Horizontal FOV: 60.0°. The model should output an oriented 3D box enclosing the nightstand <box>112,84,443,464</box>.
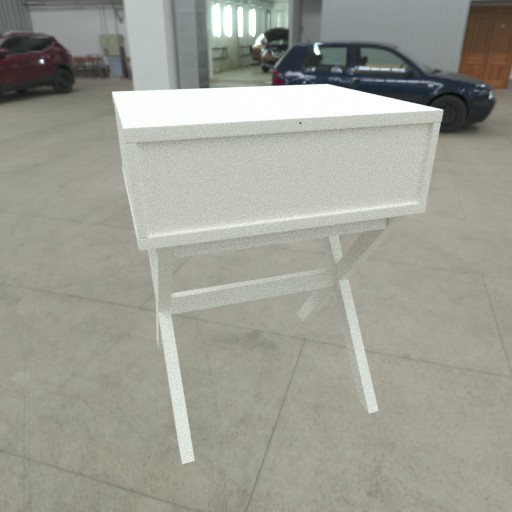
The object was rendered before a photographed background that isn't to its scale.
[{"bbox_3d":[0.000,0.000,0.928,0.479,0.623,0.402,-8,28,-16],"label":"nightstand"}]
